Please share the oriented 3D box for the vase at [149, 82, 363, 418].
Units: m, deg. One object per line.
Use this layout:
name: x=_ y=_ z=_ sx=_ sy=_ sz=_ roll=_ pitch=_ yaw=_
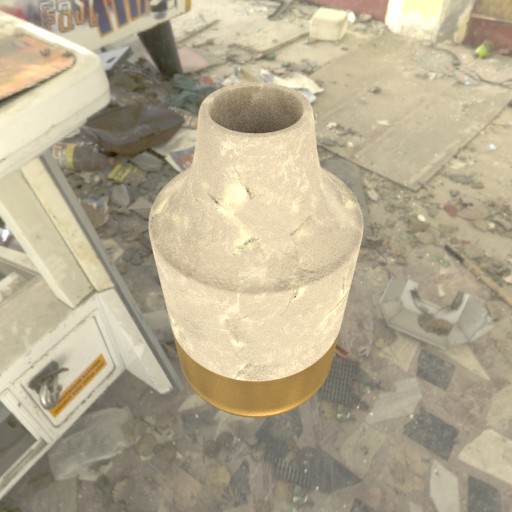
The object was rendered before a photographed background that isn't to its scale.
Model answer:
vase: x=0.000 y=0.000 z=0.421 sx=0.184 sy=0.305 sz=0.184 roll=0 pitch=47 yaw=0
